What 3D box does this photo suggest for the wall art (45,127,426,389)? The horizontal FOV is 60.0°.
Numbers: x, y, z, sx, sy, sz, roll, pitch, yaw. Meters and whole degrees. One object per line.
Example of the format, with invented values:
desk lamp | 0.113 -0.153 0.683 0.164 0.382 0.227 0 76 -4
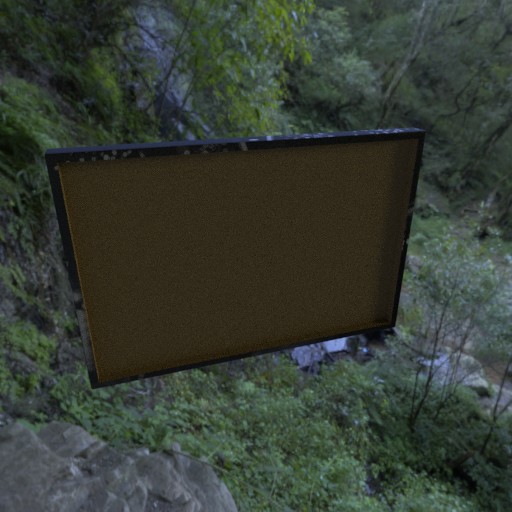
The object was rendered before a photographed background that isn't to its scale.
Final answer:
wall art | 0.000 0.000 0.781 0.609 0.406 0.037 -8 26 -16
